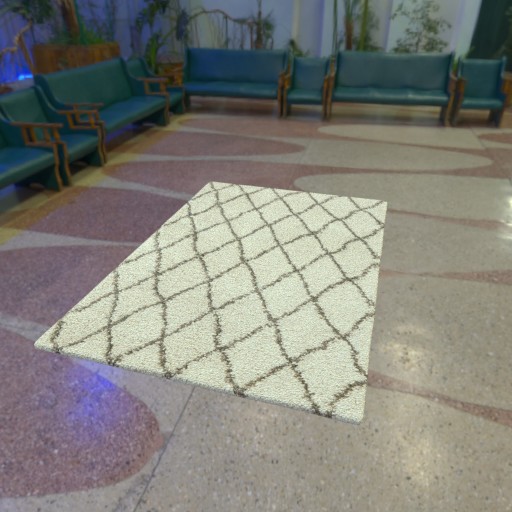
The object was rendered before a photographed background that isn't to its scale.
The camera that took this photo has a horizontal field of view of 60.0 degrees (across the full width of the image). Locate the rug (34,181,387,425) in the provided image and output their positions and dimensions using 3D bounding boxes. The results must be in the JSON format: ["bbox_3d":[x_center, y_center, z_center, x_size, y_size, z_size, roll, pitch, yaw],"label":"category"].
[{"bbox_3d":[0.000,0.000,2.249,1.219,0.030,1.778,9,31,14],"label":"rug"}]
